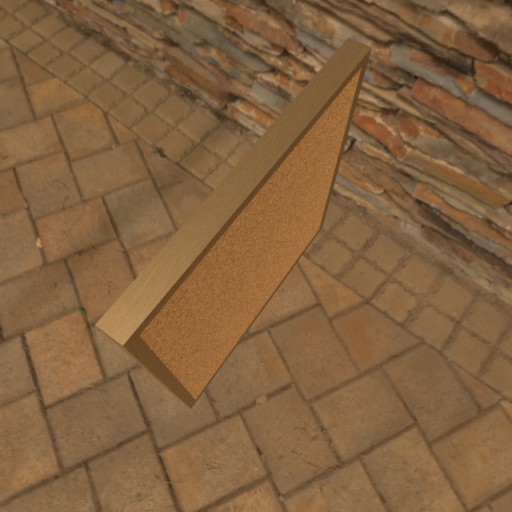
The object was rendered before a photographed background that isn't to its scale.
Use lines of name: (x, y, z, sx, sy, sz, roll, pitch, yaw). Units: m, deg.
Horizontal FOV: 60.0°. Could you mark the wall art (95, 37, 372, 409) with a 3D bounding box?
wall art: (0.000, 0.000, 0.758, 0.037, 0.509, 0.510, 32, 68, 14)
